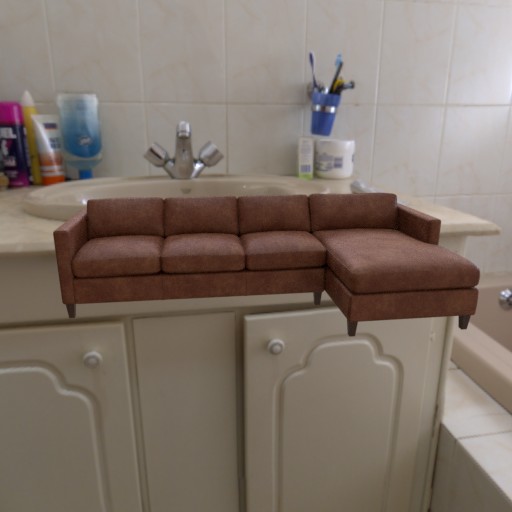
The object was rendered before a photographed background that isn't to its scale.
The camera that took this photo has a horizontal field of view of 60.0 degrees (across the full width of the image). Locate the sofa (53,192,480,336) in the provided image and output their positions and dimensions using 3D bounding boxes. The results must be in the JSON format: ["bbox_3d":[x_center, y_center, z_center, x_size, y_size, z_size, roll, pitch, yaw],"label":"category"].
[{"bbox_3d":[0.000,0.000,3.827,3.203,0.883,1.581,-2,17,-7],"label":"sofa"}]
